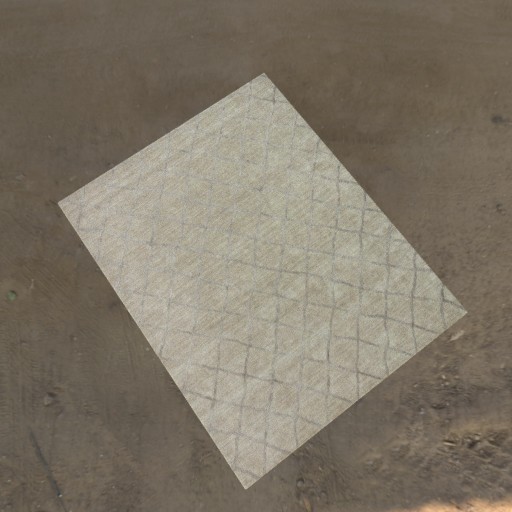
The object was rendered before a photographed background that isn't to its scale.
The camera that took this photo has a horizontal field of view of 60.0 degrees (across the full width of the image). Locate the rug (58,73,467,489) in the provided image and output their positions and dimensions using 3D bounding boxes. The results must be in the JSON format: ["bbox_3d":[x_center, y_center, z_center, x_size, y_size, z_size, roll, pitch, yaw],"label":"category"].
[{"bbox_3d":[0.000,0.000,4.053,2.420,0.019,3.038,-35,78,-9],"label":"rug"}]
